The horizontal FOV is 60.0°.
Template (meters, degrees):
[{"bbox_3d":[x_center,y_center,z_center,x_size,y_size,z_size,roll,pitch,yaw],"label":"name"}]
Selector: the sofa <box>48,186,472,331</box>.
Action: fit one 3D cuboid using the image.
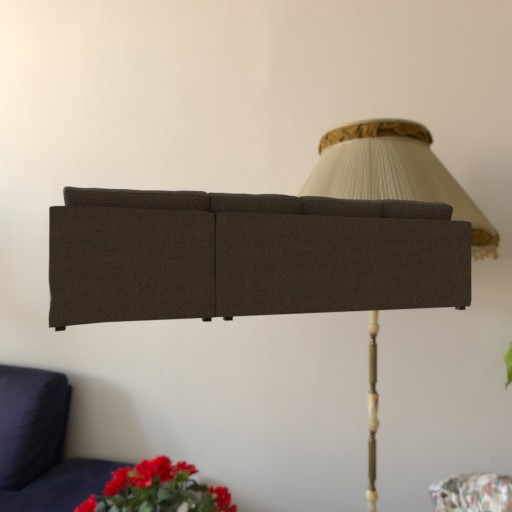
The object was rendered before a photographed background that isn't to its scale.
[{"bbox_3d":[0.000,0.000,3.890,3.205,0.922,1.650,0,-1,-19],"label":"sofa"}]
